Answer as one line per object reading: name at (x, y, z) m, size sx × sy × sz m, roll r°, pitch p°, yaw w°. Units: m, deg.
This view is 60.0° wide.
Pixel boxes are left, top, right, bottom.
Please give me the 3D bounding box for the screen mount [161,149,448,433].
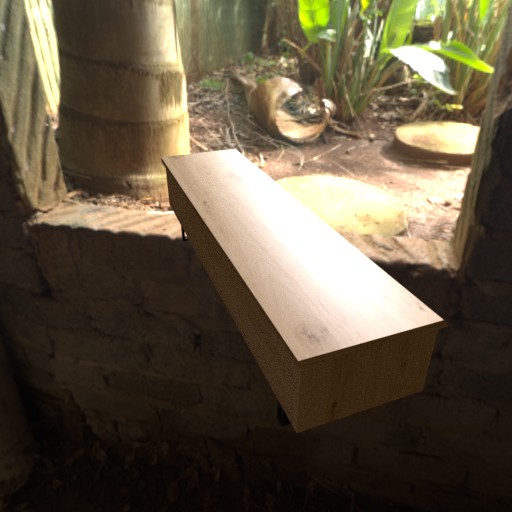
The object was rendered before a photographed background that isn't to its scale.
screen mount at (0.000, 0.000, 1.903) m, size 0.450 × 0.430 × 1.700 m, roll -11°, pitch 31°, yaw -18°
